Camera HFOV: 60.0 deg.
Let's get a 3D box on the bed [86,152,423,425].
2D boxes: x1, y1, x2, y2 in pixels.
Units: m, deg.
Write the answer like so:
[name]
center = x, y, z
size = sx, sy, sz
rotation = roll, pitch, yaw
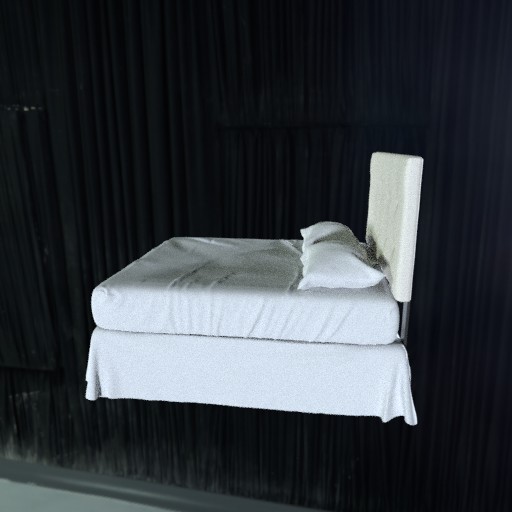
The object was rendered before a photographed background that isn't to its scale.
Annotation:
[bed]
center = 0.000, 0.000, 3.490
size = 2.222, 1.577, 1.936
rotation = 2, 14, 7
